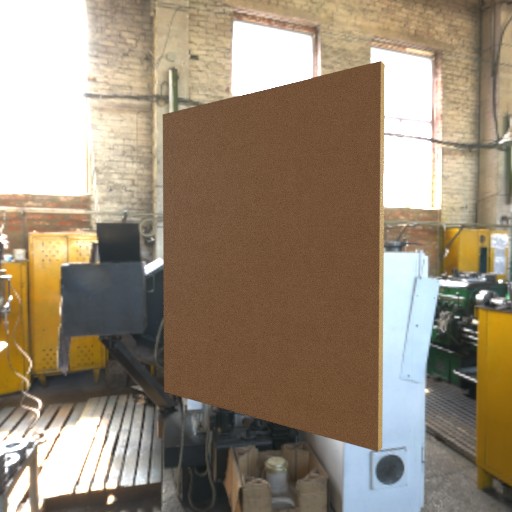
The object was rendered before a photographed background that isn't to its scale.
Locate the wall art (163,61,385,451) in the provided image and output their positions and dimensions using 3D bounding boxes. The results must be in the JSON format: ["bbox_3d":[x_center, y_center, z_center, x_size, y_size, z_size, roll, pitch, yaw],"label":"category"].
[{"bbox_3d":[0.000,0.000,1.378,0.798,1.002,0.030,1,2,35],"label":"wall art"}]
